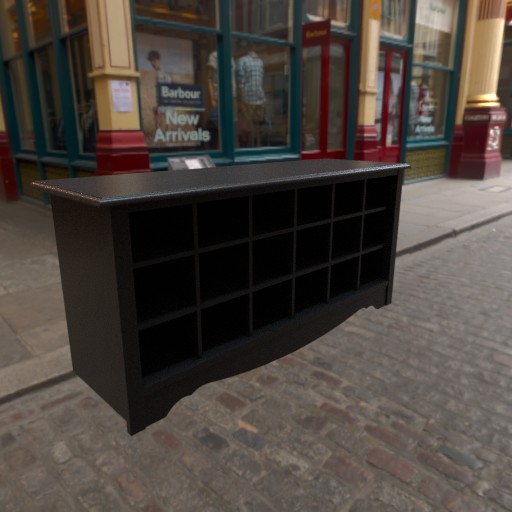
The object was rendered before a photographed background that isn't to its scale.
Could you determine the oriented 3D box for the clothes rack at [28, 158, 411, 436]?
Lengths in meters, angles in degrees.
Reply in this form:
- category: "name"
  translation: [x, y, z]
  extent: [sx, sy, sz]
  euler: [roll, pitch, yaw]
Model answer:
- category: "clothes rack"
  translation: [0.000, 0.000, 1.465]
  extent: [1.219, 0.556, 0.406]
  euler: [-15, 22, -42]
